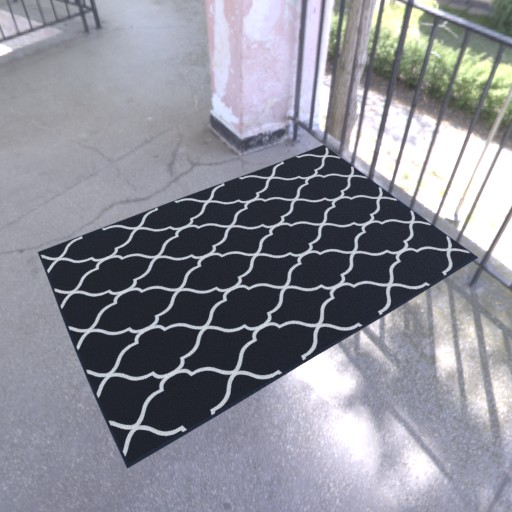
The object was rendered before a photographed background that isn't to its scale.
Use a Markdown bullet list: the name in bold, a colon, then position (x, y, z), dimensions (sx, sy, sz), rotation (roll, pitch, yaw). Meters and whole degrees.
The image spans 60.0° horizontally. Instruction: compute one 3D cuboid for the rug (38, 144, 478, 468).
- **rug**: position (0.000, 0.000, 2.743), dimensions (2.290, 0.014, 1.526), rotation (-25, 51, -22)
